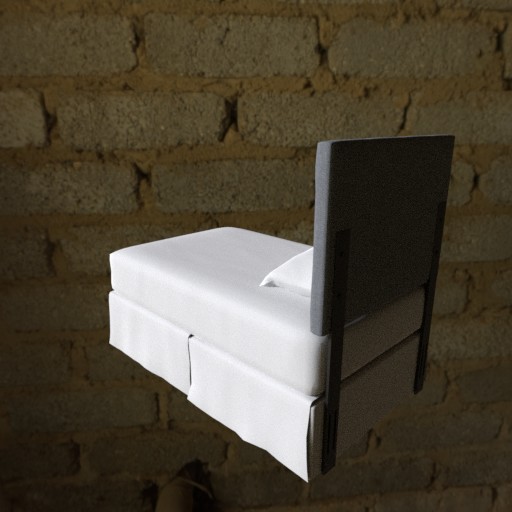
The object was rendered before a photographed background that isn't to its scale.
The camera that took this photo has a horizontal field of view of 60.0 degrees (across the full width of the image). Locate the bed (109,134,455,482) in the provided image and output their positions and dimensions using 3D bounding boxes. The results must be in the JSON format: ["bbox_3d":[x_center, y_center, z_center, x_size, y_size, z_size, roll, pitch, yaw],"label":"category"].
[{"bbox_3d":[0.000,0.000,2.929,1.261,1.571,1.997,-16,23,-42],"label":"bed"}]
